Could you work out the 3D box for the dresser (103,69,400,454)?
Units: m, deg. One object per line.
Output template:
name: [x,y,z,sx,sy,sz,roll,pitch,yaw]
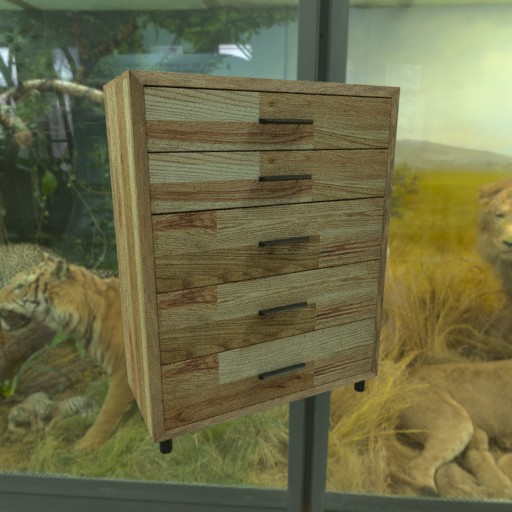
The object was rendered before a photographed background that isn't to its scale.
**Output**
dresser: [0.000,0.000,1.726,0.966,1.243,0.480,-7,17,-26]
